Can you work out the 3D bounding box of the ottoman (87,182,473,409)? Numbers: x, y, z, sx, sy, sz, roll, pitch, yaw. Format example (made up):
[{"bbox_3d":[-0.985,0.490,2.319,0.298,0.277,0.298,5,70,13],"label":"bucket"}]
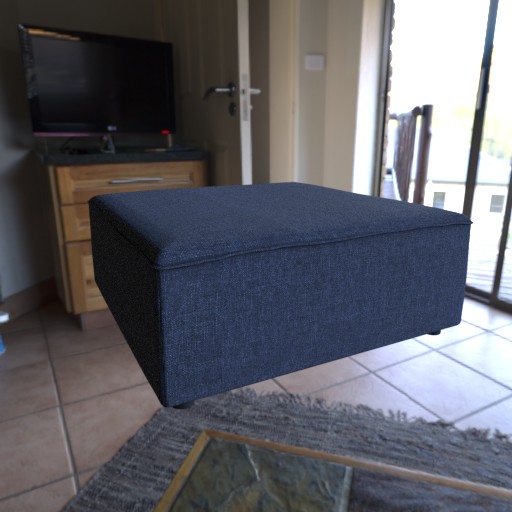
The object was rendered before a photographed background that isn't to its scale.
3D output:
[{"bbox_3d":[0.000,0.000,1.599,1.017,0.423,1.023,-8,18,-26],"label":"ottoman"}]
